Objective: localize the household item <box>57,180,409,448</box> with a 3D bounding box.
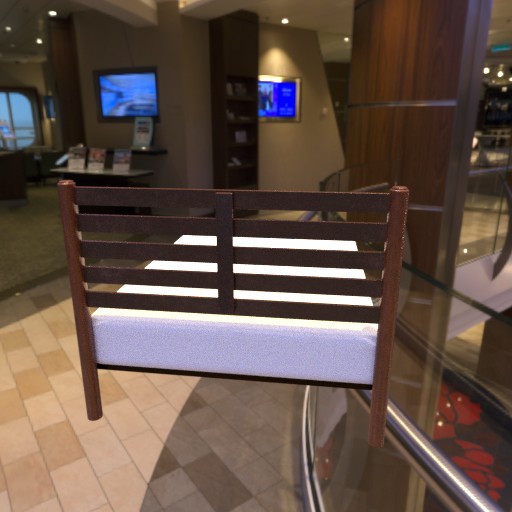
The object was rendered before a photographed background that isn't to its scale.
[{"bbox_3d":[0.000,0.000,3.278,1.663,1.356,2.232,2,17,8],"label":"household item"}]
